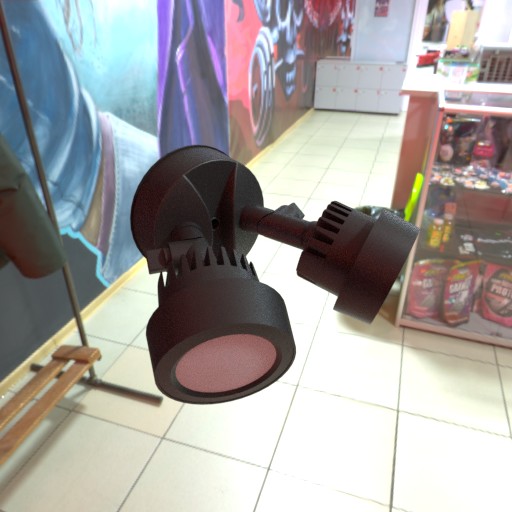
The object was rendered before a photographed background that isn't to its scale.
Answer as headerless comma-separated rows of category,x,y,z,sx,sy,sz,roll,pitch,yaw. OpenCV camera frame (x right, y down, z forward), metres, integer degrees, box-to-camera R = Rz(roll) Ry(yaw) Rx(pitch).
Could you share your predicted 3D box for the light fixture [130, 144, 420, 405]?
light fixture,0.000,0.000,0.311,0.213,0.120,0.168,-21,36,-33
